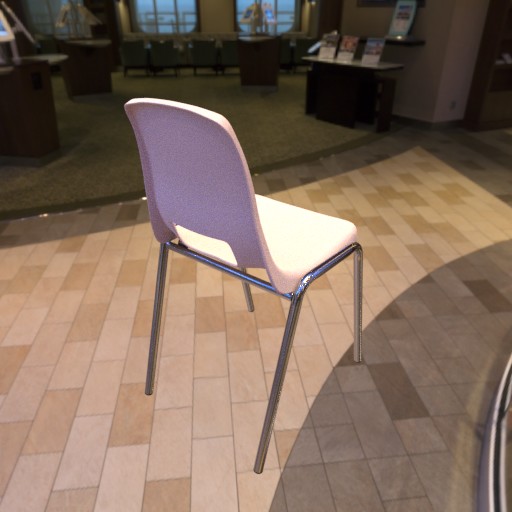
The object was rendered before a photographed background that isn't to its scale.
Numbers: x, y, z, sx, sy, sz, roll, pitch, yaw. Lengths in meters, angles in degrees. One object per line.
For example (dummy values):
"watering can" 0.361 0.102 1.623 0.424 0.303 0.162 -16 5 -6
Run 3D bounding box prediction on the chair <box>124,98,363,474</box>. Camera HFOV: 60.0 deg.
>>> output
"chair" 0.000 0.000 0.959 0.381 0.704 0.436 21 36 32
